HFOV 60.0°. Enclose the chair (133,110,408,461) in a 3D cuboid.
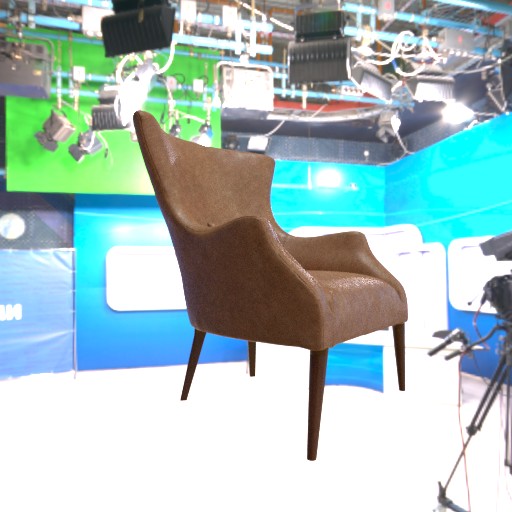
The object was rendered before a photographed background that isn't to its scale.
[{"bbox_3d":[0.000,0.000,1.716,0.955,1.067,0.846,-1,-2,35],"label":"chair"}]
